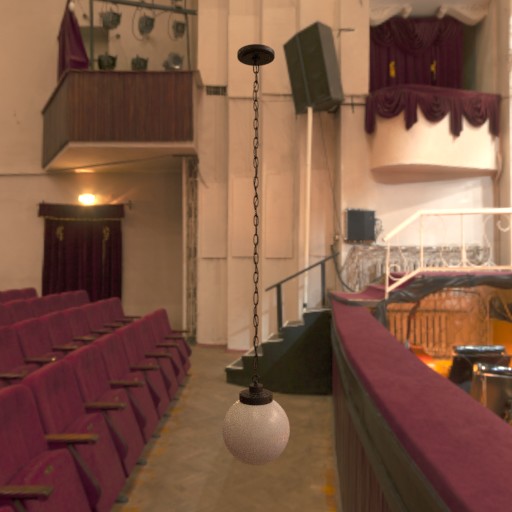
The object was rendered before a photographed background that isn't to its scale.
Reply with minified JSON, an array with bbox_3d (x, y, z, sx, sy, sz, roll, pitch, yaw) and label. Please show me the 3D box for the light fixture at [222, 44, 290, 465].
[{"bbox_3d":[0.000,0.000,2.023,0.305,1.867,0.304,0,-1,-1],"label":"light fixture"}]
